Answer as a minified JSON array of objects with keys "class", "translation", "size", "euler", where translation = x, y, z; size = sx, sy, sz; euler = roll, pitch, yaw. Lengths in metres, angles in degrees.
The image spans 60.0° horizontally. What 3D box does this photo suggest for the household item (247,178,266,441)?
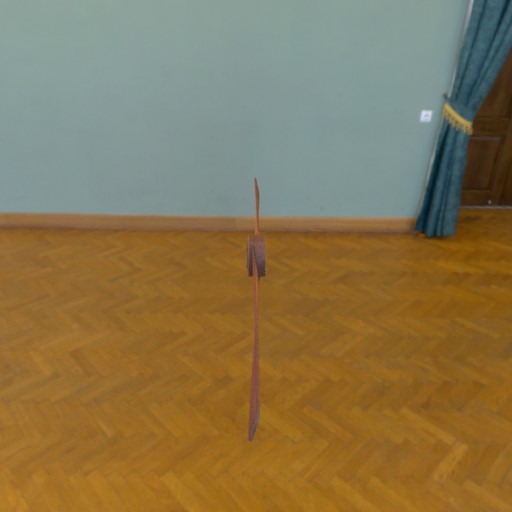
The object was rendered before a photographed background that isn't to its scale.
[{"class":"household item","translation":[0.000,0.000,1.220],"size":[0.051,0.121,1.181],"euler":[0,28,0]}]
